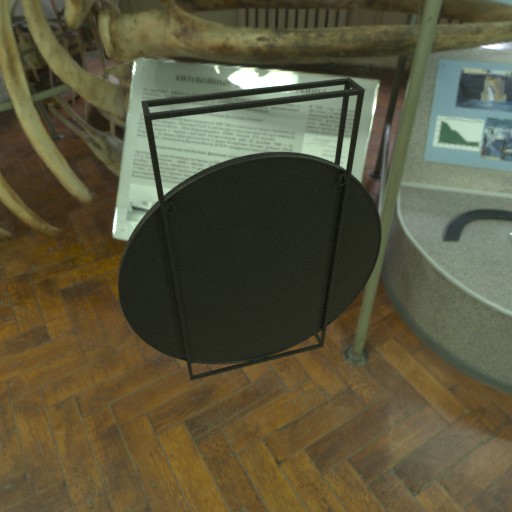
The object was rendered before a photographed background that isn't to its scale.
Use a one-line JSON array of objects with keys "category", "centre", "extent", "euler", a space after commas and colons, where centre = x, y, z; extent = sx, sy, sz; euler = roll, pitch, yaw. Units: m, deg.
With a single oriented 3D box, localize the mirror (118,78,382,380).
[{"category": "mirror", "centre": [0.000, 0.000, 0.824], "extent": [0.508, 0.603, 0.051], "euler": [-11, 42, -13]}]
